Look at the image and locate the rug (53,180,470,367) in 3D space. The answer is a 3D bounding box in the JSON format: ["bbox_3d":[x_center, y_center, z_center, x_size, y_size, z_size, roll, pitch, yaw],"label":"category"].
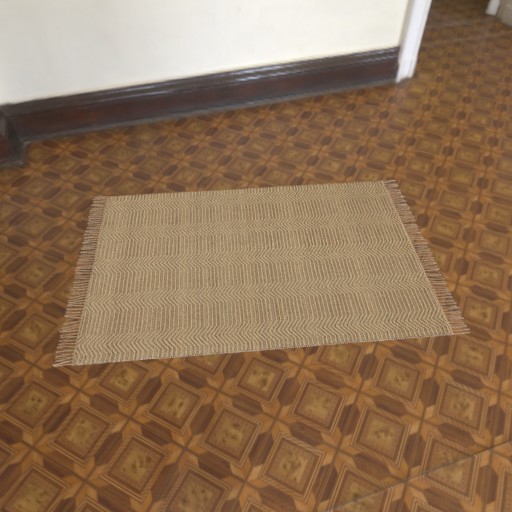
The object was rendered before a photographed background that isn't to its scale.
[{"bbox_3d":[0.000,0.000,3.149,2.523,0.034,1.528,-4,47,-4],"label":"rug"}]
